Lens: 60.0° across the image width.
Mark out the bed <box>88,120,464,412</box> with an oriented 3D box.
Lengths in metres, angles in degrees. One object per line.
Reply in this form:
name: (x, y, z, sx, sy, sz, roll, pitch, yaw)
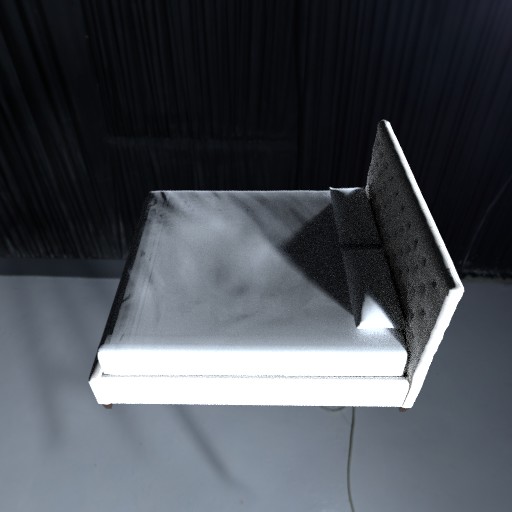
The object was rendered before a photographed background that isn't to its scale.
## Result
bed: (0.000, 0.000, 3.687, 2.387, 1.427, 2.078, 0, 43, 0)
